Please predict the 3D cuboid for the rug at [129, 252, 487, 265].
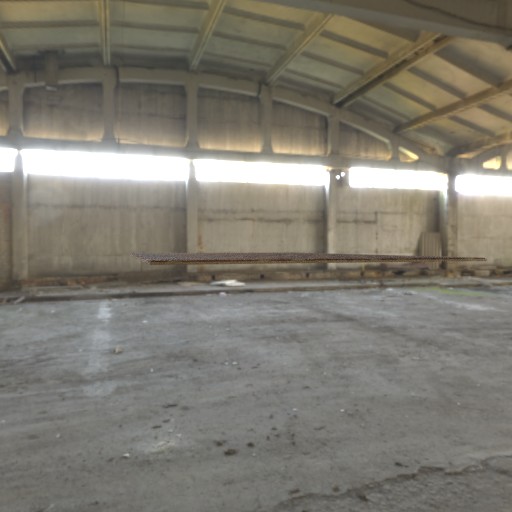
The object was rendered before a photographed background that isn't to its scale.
[{"bbox_3d":[0.000,0.000,2.937,1.555,0.016,2.286,0,1,-18],"label":"rug"}]
